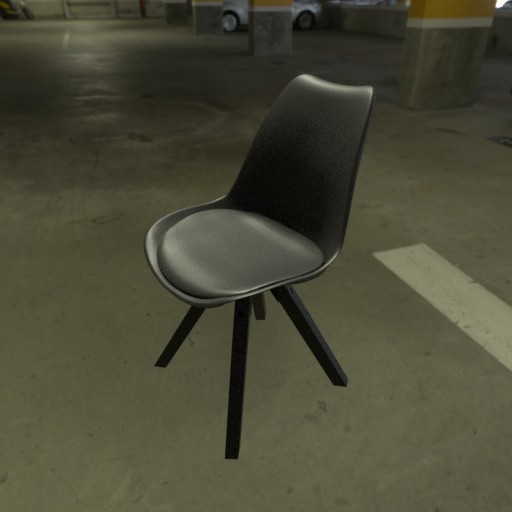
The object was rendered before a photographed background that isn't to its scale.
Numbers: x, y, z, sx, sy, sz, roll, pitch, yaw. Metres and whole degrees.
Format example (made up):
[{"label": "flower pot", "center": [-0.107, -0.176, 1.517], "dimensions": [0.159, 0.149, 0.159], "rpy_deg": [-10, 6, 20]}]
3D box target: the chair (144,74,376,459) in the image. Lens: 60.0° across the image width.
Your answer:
[{"label": "chair", "center": [0.000, 0.000, 1.202], "dimensions": [0.550, 0.850, 0.485], "rpy_deg": [-21, 37, -31]}]
